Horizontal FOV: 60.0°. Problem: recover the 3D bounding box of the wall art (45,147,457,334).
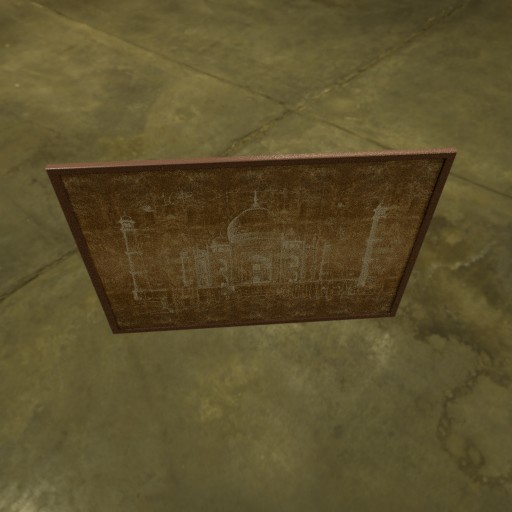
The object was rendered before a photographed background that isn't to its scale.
[{"bbox_3d":[0.000,0.000,0.875,0.660,0.455,0.014,-3,46,-3],"label":"wall art"}]
